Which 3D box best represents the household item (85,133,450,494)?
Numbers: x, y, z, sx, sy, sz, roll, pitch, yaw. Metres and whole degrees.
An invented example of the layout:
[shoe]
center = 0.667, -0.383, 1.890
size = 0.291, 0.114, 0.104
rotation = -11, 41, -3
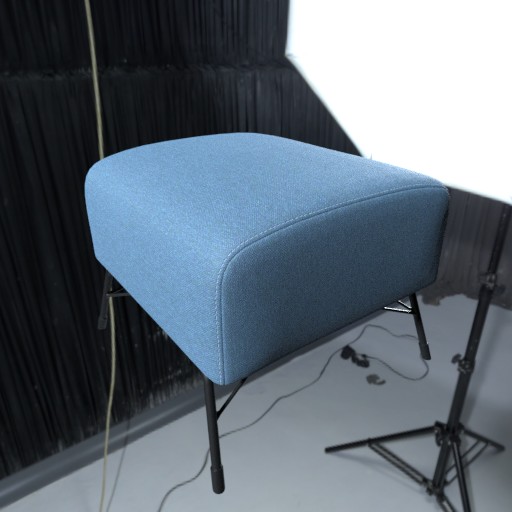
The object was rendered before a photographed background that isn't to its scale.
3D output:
[household item]
center = 0.000, 0.000, 0.887
size = 0.530, 0.420, 0.530
rotation = -18, 31, -32
